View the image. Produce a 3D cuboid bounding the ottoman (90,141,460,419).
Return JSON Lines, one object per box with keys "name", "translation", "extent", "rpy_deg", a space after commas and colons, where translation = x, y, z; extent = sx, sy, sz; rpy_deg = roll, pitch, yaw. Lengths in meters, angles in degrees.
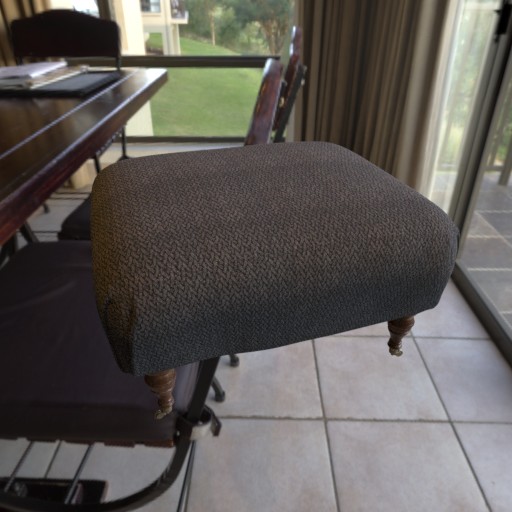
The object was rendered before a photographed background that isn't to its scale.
{"name": "ottoman", "translation": [0.000, 0.000, 1.111], "extent": [0.747, 0.450, 0.622], "rpy_deg": [-10, 33, -16]}
